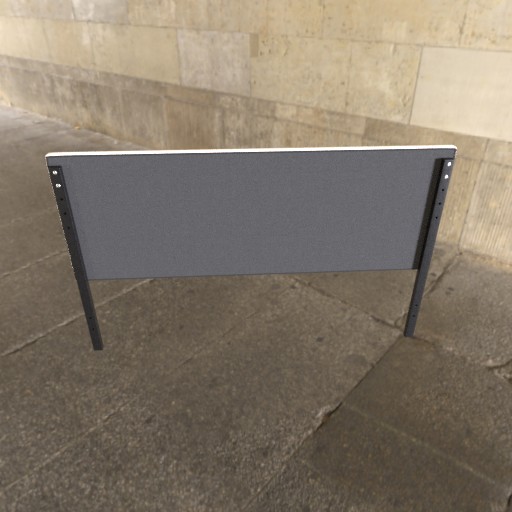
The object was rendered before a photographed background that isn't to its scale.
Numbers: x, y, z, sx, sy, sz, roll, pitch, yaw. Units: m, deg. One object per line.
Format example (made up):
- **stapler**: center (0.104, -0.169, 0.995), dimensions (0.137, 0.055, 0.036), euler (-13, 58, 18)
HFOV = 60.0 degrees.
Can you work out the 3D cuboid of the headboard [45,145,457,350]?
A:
- **headboard**: center (0.000, 0.000, 2.889), dimensions (2.362, 1.410, 0.120), euler (-2, 31, -3)
